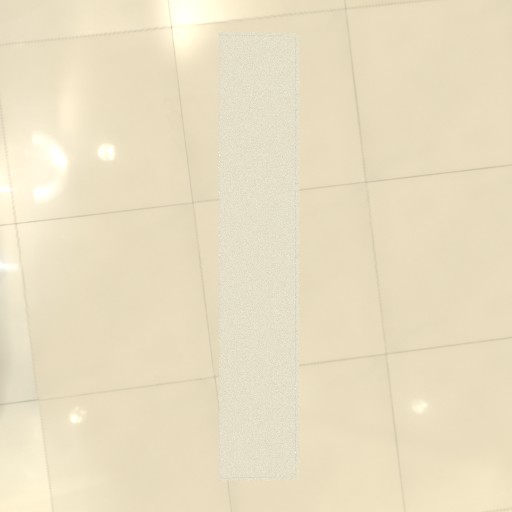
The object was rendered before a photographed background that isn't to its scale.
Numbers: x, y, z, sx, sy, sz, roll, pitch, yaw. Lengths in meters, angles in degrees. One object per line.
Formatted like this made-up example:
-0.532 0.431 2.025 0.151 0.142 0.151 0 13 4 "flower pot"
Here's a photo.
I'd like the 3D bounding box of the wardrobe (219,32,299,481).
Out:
0.000 0.000 4.148 0.580 2.360 3.000 0 90 -2 "wardrobe"
